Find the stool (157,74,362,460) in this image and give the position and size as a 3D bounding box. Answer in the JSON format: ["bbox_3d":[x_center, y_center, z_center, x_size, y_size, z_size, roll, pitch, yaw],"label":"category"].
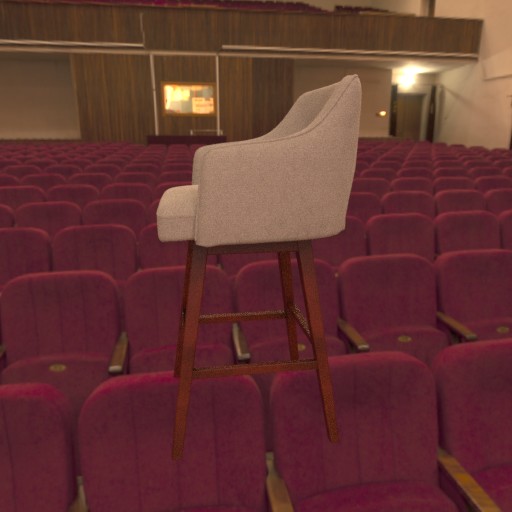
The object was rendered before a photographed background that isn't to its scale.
[{"bbox_3d":[0.000,0.000,1.353,0.558,1.012,0.548,-2,14,-9],"label":"stool"}]
